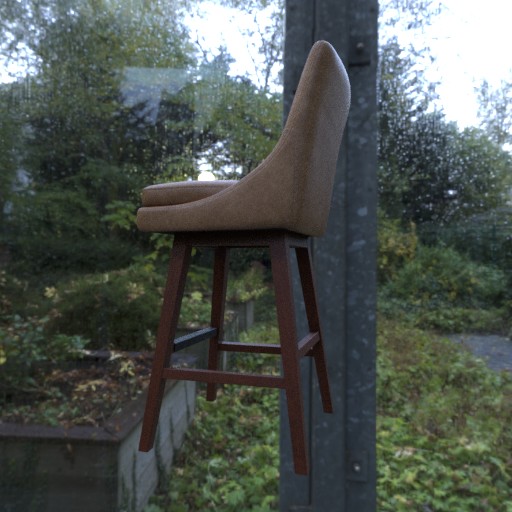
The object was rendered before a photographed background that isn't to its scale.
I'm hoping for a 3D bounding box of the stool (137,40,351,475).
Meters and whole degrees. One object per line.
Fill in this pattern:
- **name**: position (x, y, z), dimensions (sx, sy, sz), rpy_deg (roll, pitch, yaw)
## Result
- **stool**: position (0.000, 0.000, 1.379), dimensions (0.572, 1.079, 0.487), rpy_deg (0, -1, 18)
